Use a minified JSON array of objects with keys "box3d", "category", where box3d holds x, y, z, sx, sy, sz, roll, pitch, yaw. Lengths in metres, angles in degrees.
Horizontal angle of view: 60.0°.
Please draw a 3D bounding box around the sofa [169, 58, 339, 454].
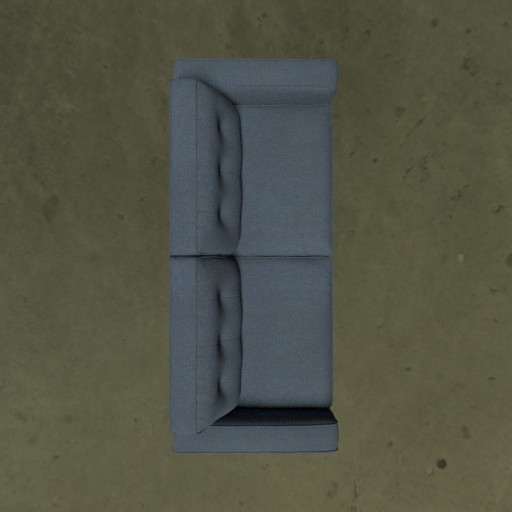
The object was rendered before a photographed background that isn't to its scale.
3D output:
[{"box3d":[0.000,0.000,2.687,0.953,0.782,2.270,0,90,-1],"category":"sofa"}]
